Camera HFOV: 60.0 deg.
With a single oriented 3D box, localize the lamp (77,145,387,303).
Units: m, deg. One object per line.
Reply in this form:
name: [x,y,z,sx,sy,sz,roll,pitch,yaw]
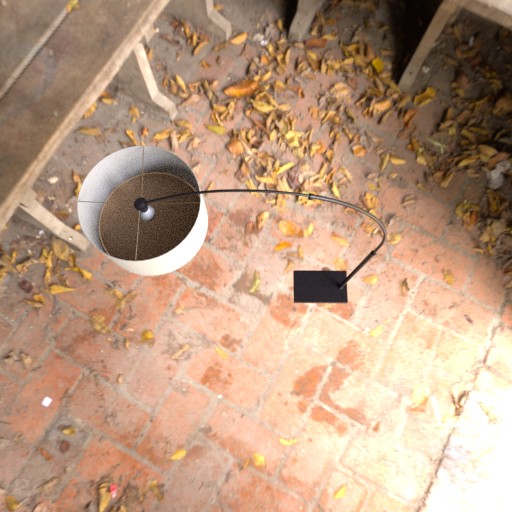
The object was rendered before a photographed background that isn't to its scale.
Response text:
lamp: [0.000,0.000,2.577,1.424,1.927,0.493,0,75,0]
